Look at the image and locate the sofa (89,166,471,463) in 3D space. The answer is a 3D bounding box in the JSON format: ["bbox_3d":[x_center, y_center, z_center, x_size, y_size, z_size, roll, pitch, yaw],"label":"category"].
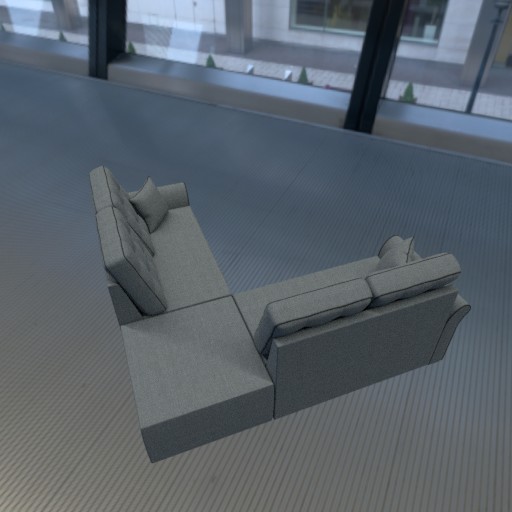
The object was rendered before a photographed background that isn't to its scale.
[{"bbox_3d":[0.000,0.000,3.256,2.068,0.988,2.070,-14,42,-16],"label":"sofa"}]
